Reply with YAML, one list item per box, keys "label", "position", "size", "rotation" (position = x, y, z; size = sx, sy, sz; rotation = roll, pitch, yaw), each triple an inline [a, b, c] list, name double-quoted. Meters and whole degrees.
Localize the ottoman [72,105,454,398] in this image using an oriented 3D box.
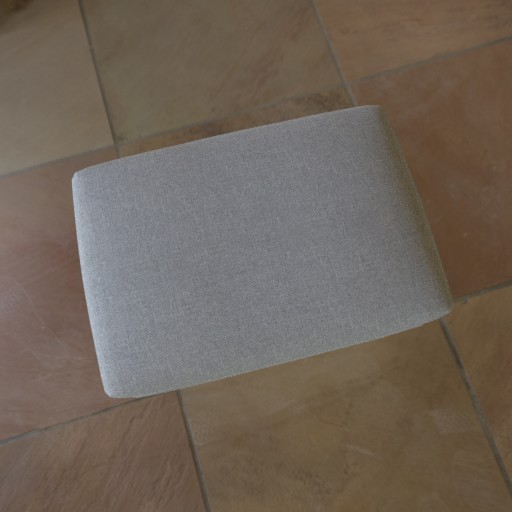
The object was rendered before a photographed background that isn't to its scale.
- label: "ottoman"
  position: [0.000, 0.000, 1.206]
  size: [0.838, 0.457, 0.584]
  rotation: [-13, 76, -3]
